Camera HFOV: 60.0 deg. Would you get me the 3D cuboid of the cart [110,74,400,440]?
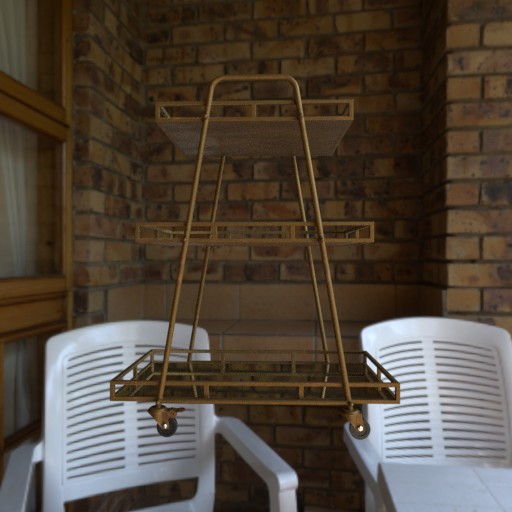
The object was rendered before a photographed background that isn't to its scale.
[{"bbox_3d":[0.000,0.000,1.276,0.711,0.883,0.441,0,0,2],"label":"cart"}]
